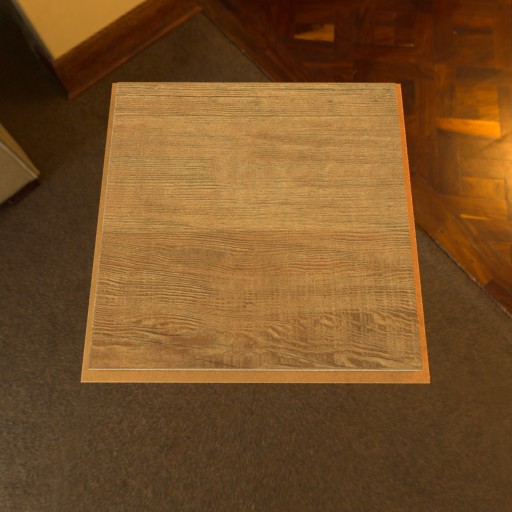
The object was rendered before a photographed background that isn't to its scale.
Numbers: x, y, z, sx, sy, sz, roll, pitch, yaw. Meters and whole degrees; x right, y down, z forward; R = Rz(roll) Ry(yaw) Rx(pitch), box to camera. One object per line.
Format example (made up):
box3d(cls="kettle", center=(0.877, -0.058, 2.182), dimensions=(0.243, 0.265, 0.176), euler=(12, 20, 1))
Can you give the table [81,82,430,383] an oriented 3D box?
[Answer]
box3d(cls="table", center=(0.000, 0.000, 1.093), dimensions=(0.599, 0.584, 0.599), euler=(0, 74, 0))
